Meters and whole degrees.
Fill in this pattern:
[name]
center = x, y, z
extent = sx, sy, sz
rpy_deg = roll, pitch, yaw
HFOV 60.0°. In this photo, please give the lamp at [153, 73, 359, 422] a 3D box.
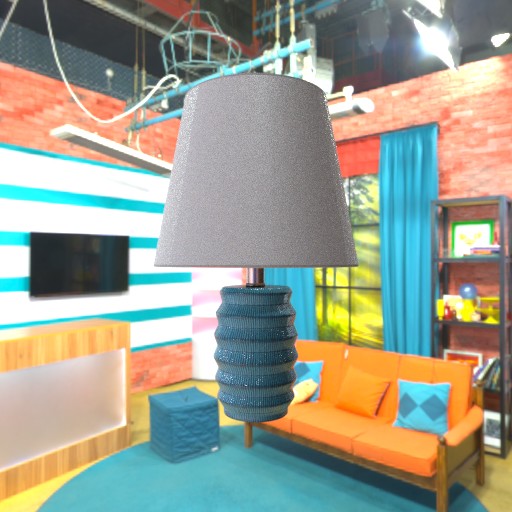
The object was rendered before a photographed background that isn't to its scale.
[lamp]
center = 0.000, 0.000, 0.563
extent = 0.254, 0.392, 0.254
rpy_deg = 0, -1, 0
